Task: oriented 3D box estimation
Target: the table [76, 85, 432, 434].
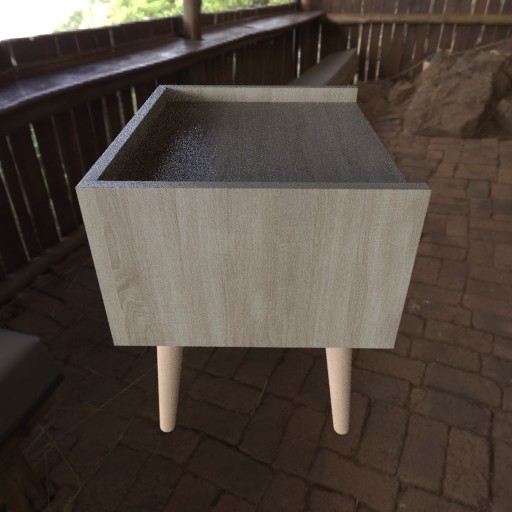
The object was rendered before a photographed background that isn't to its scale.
[{"bbox_3d":[0.000,0.000,0.777,0.370,0.470,0.450,0,34,1],"label":"table"}]
